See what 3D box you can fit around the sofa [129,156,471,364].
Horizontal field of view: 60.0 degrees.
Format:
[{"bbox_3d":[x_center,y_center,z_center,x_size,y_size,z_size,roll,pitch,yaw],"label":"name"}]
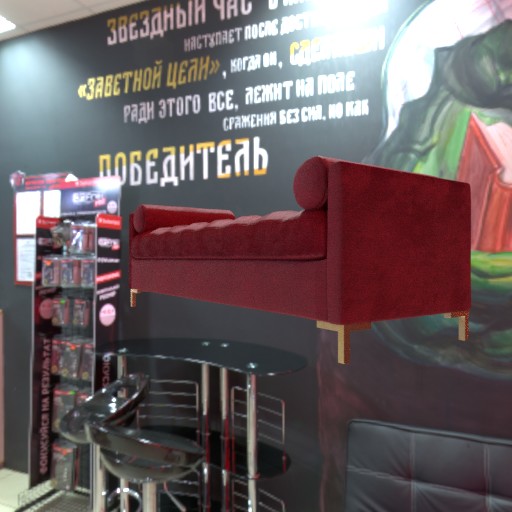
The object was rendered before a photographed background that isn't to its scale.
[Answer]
[{"bbox_3d":[0.000,0.000,2.488,0.796,0.705,2.102,0,0,-35],"label":"sofa"}]
